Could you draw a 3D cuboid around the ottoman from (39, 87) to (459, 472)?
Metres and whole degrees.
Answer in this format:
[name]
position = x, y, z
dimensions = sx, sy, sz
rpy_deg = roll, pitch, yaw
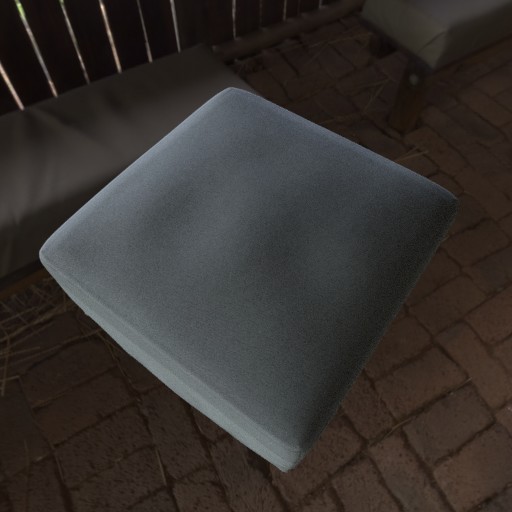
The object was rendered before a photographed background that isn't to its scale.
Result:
[ottoman]
position = 0.000, 0.000, 1.315
dimensions = 0.843, 0.441, 0.842
rpy_deg = 32, 64, 18
